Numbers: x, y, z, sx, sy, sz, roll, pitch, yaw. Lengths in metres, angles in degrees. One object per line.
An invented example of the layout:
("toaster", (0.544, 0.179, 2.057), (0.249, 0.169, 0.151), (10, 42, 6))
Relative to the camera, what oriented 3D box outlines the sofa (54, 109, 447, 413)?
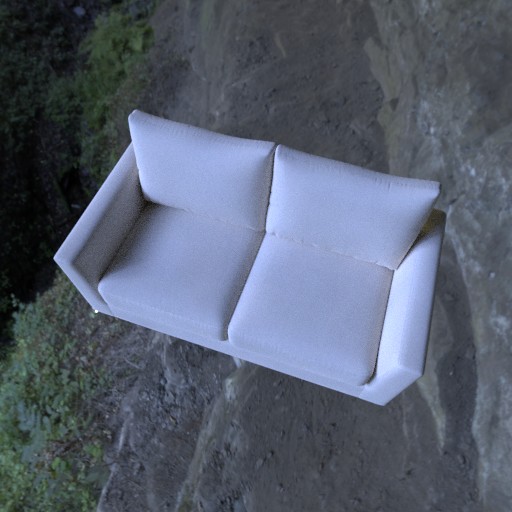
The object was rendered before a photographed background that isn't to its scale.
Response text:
("sofa", (0.000, 0.000, 2.323), (1.739, 0.995, 0.906), (16, 60, 10))
